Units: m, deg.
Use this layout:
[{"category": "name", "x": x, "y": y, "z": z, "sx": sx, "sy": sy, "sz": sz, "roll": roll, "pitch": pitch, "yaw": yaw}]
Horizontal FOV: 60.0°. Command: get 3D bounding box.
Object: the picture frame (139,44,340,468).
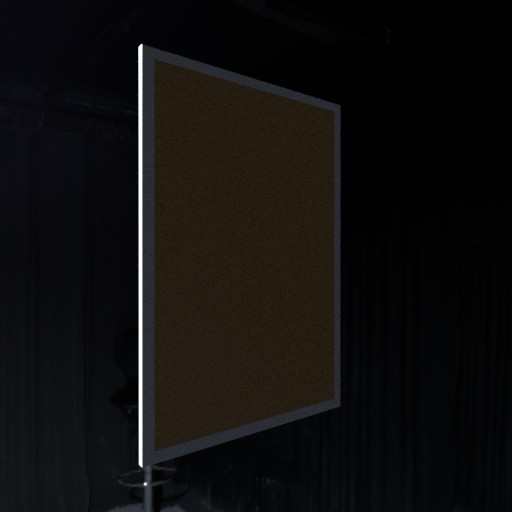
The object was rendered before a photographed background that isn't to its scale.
[{"category": "picture frame", "x": 0.000, "y": 0.000, "z": 0.833, "sx": 0.457, "sy": 0.657, "sz": 0.013, "roll": 0, "pitch": 0, "yaw": -38}]
